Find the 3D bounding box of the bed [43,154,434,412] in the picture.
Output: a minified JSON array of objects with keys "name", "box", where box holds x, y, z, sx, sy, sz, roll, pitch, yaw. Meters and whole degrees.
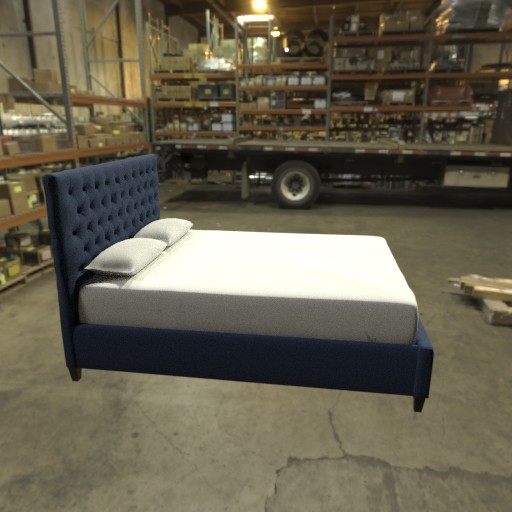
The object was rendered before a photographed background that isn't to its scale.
[{"name":"bed","box":[0.000,0.000,3.474,2.387,1.427,1.706,3,17,8]}]
